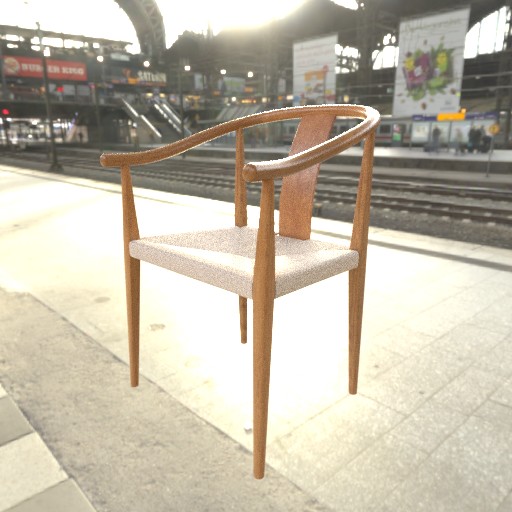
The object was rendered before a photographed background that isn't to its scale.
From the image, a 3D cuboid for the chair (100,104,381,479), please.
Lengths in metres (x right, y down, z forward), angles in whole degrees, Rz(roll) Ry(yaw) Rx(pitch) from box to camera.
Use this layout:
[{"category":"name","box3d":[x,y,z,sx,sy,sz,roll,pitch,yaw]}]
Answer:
[{"category":"chair","box3d":[0.000,0.000,1.206,0.556,0.800,0.579,15,21,43]}]
